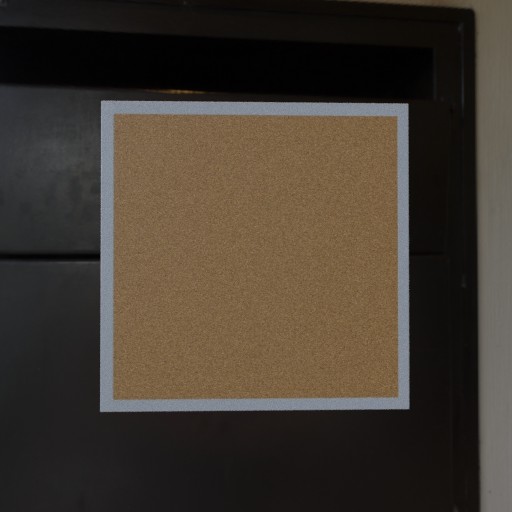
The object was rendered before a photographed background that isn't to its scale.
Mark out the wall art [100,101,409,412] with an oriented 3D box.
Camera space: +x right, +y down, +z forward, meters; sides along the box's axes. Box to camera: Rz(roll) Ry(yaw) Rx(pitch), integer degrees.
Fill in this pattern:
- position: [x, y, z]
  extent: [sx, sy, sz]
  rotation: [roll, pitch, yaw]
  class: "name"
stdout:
- position: [0.000, 0.000, 0.603]
  extent: [0.406, 0.406, 0.038]
  rotation: [0, -1, -2]
  class: "wall art"
